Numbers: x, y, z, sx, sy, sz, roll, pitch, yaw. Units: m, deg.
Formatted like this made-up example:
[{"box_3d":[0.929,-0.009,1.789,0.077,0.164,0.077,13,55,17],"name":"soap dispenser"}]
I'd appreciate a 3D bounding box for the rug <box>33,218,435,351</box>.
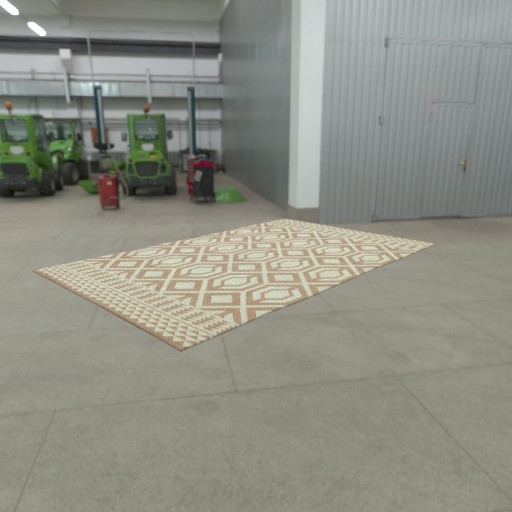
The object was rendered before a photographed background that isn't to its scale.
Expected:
[{"box_3d":[0.000,0.000,3.094,1.526,0.011,2.435,14,21,42],"name":"rug"}]
